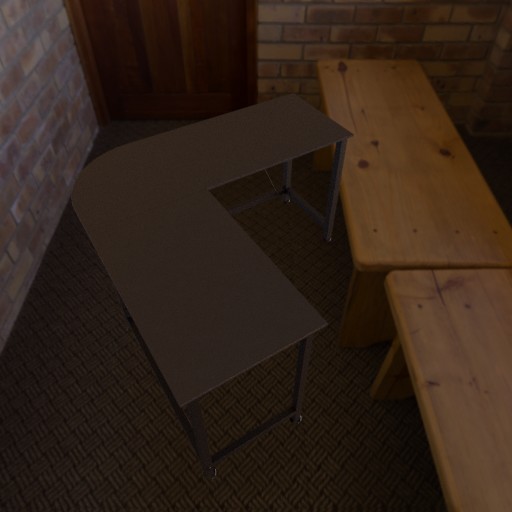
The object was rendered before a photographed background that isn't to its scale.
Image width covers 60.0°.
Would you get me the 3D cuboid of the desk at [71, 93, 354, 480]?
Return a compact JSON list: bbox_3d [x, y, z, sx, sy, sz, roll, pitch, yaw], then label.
[{"bbox_3d":[0.000,0.000,2.218,1.400,0.762,1.400,-24,51,-22],"label":"desk"}]
